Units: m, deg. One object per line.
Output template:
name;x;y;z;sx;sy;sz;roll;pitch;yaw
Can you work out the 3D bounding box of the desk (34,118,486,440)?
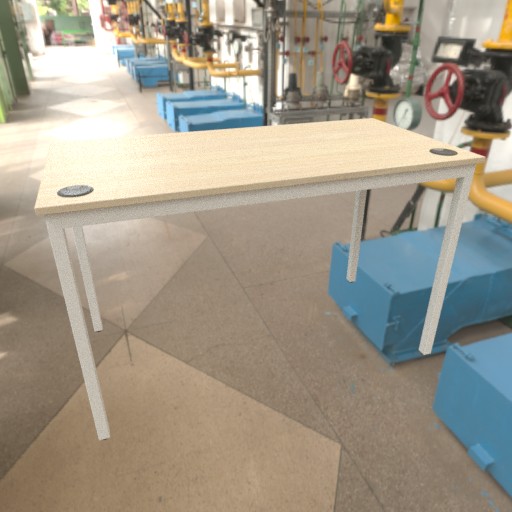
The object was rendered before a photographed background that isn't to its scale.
desk;0.000;0.000;1.535;1.200;0.750;0.600;-9;30;-17
